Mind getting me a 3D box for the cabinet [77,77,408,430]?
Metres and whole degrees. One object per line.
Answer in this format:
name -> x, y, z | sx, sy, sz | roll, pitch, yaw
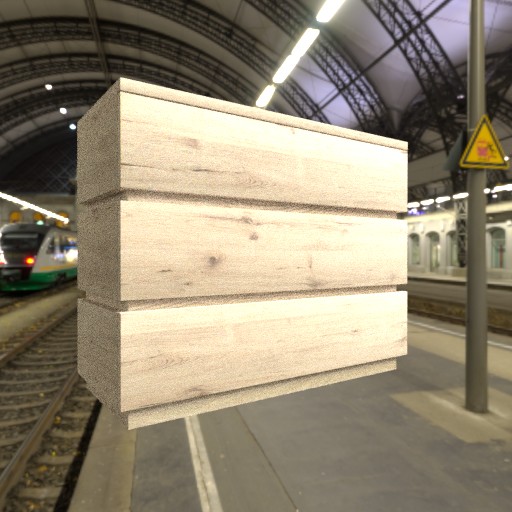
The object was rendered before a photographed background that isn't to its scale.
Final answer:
cabinet -> 0.000, 0.000, 1.481 | 1.040, 0.820, 0.420 | 0, 0, -34
